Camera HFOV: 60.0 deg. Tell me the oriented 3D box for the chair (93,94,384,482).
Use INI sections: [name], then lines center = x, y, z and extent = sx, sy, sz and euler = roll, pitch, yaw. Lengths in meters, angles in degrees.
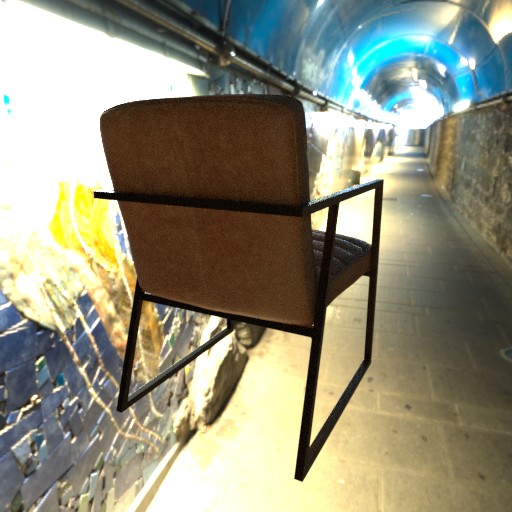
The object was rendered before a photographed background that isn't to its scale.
[chair]
center = 0.000, 0.000, 1.278
extent = 0.571, 0.832, 0.677
euler = 8, 17, 27
